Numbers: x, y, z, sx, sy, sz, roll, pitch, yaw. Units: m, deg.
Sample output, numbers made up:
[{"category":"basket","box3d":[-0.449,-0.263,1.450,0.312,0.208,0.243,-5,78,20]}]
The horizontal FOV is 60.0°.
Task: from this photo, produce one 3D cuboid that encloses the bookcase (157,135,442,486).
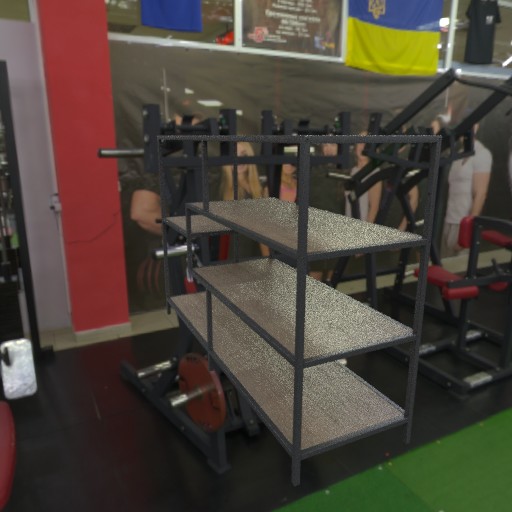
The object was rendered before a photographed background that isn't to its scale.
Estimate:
[{"category":"bookcase","box3d":[0.000,0.000,1.486,0.350,0.780,1.140,-7,17,-25]}]
